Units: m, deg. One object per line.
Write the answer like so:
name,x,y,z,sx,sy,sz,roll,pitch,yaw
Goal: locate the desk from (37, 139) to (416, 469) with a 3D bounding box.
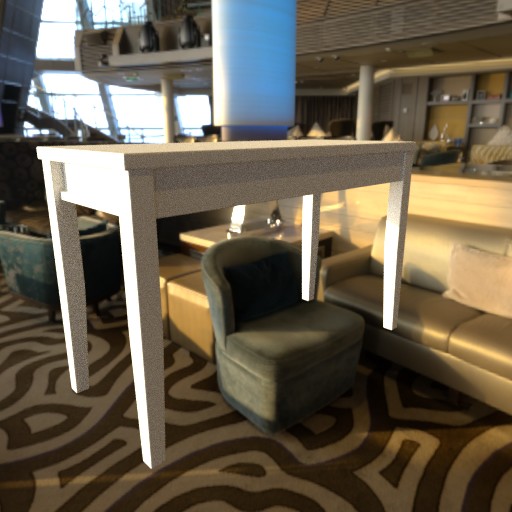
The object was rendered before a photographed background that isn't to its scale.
desk,0.000,0.000,1.577,1.220,0.775,0.508,-15,22,-42
